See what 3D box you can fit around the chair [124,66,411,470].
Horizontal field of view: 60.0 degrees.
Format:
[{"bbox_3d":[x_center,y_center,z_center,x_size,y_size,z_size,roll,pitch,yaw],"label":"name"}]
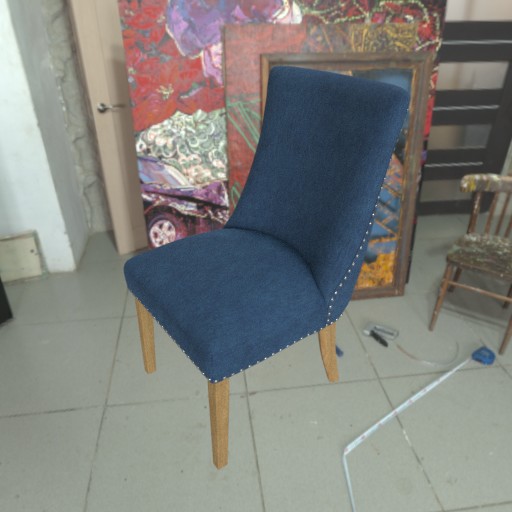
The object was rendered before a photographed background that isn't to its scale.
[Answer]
[{"bbox_3d":[0.000,0.000,1.236,0.610,0.902,0.495,-21,37,-31],"label":"chair"}]
